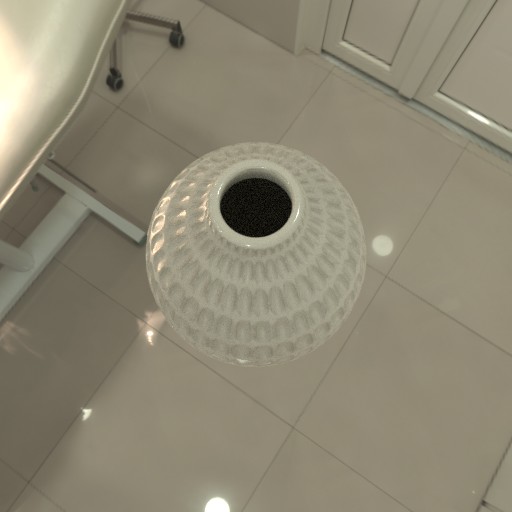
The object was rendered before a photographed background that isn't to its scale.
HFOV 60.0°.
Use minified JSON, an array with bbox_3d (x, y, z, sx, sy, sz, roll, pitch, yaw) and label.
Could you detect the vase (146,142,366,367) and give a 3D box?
[{"bbox_3d":[0.000,0.000,0.334,0.162,0.223,0.162,0,75,0],"label":"vase"}]
